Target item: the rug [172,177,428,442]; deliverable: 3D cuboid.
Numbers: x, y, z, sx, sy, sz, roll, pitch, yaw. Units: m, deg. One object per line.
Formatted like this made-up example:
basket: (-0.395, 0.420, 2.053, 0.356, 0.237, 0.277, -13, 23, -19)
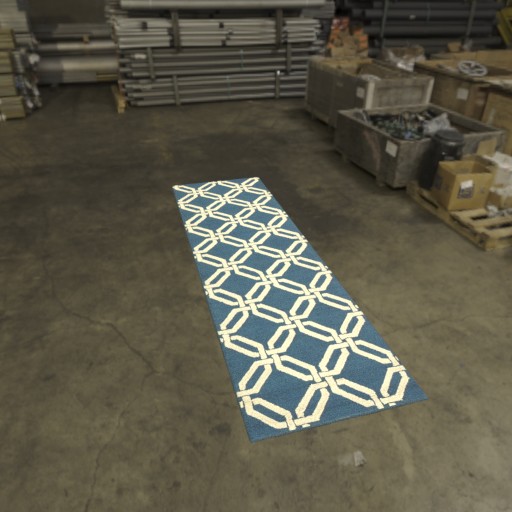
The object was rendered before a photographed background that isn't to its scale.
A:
rug: (0.000, 0.000, 2.482, 0.678, 0.014, 2.276, -8, 32, -13)
